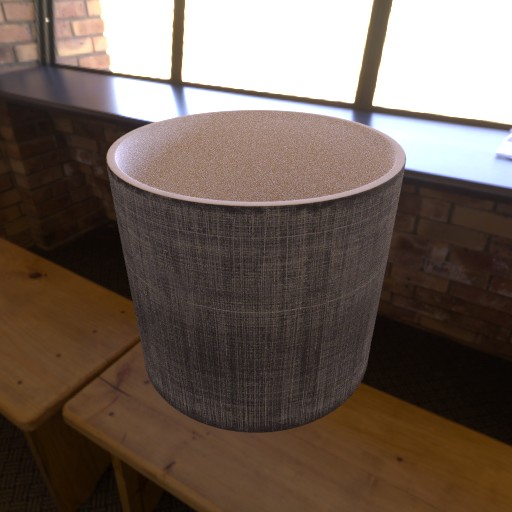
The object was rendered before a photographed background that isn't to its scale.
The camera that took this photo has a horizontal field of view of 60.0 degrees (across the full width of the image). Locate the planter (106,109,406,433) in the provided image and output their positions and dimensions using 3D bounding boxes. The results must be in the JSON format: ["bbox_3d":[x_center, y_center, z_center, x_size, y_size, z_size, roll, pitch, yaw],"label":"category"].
[{"bbox_3d":[0.000,0.000,0.392,0.221,0.201,0.221,0,32,0],"label":"planter"}]
